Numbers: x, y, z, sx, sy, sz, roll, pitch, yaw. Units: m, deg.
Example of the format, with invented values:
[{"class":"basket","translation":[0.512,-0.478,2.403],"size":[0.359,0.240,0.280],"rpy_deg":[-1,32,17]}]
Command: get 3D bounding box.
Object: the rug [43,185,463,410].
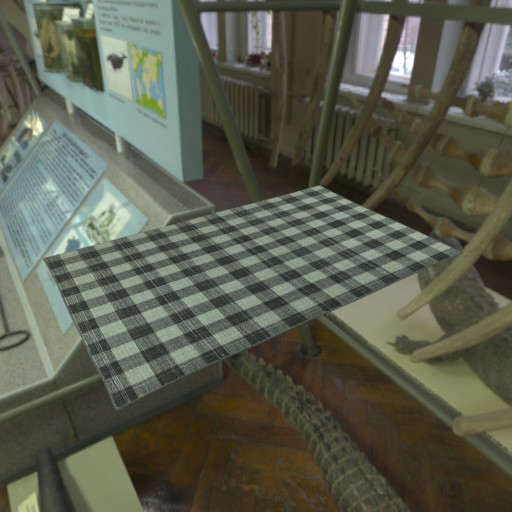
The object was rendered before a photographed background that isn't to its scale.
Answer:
[{"class":"rug","translation":[0.000,0.000,3.063],"size":[2.476,0.011,1.554],"rpy_deg":[-18,35,-29]}]
